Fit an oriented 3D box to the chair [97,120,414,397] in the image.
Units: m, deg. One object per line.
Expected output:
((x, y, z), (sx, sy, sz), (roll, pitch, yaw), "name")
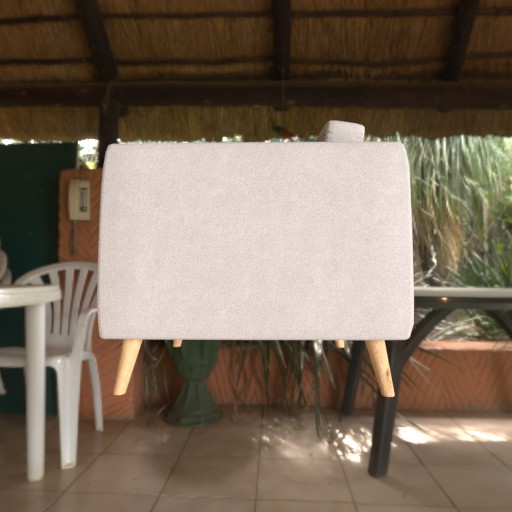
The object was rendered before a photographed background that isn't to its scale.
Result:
((0.000, 0.000, 1.766), (0.930, 0.860, 1.000), (0, -2, 1), "chair")
